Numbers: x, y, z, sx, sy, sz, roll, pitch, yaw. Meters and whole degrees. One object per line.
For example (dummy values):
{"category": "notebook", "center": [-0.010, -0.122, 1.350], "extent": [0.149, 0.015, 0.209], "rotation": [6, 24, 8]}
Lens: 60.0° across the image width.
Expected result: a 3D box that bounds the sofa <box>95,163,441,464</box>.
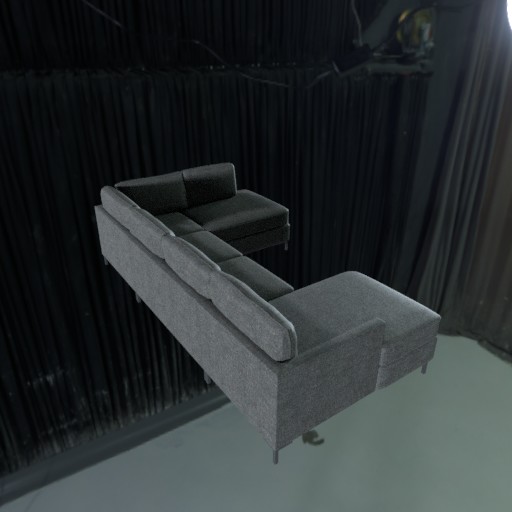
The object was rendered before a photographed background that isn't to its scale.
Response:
{"category": "sofa", "center": [0.000, 0.000, 4.312], "extent": [2.048, 0.999, 3.423], "rotation": [-17, 31, -31]}
